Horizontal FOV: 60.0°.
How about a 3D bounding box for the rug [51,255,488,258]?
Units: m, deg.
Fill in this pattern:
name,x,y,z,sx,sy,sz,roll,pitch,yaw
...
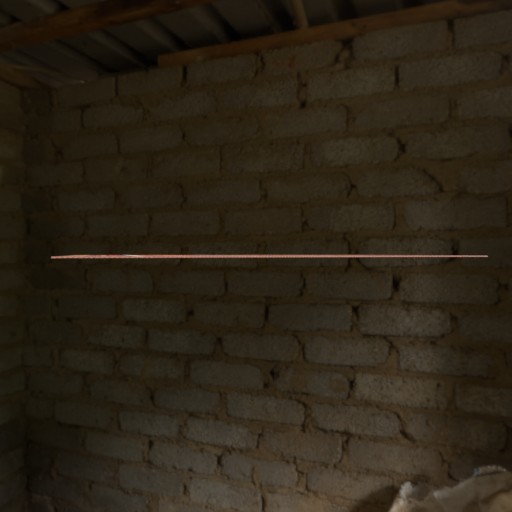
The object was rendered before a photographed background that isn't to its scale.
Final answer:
name,x,y,z,sx,sy,sz,roll,pitch,yaw
rug,0.000,0.000,2.304,1.828,0.007,1.217,0,0,-19
